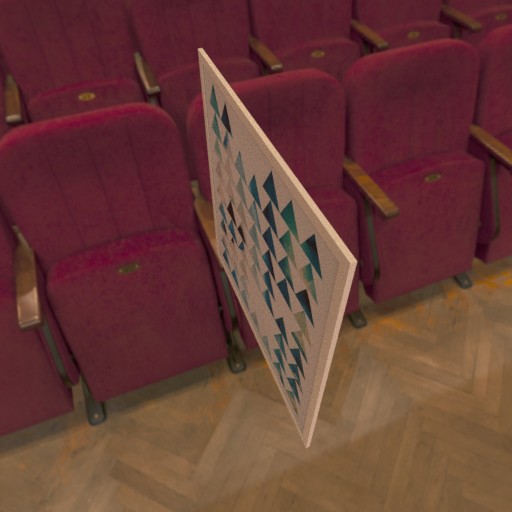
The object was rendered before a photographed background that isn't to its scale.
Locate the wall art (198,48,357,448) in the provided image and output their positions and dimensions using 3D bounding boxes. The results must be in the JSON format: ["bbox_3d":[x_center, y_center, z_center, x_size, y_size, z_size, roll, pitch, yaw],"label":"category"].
[{"bbox_3d":[0.000,0.000,1.225,0.012,0.809,0.809,-16,50,-14],"label":"wall art"}]
